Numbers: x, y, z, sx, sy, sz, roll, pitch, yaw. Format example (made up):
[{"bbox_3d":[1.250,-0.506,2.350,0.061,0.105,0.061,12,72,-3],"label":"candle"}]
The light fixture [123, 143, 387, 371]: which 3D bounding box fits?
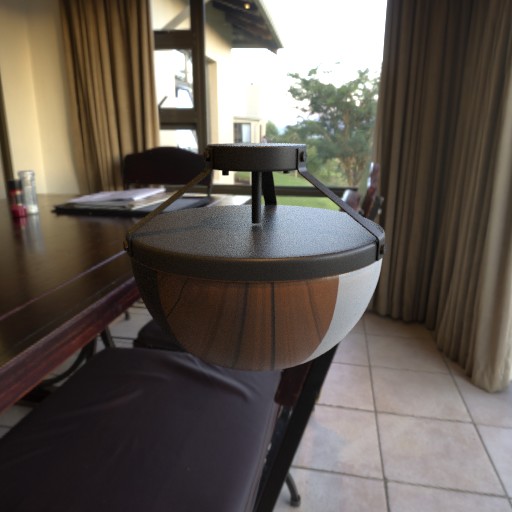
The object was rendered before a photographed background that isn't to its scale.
[{"bbox_3d":[0.000,0.000,0.552,0.304,0.269,0.304,0,16,0],"label":"light fixture"}]
